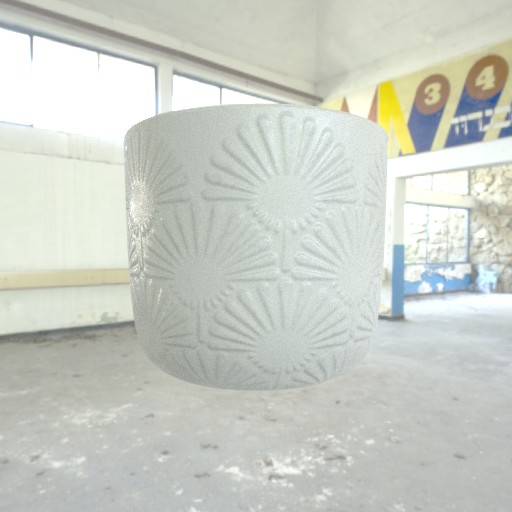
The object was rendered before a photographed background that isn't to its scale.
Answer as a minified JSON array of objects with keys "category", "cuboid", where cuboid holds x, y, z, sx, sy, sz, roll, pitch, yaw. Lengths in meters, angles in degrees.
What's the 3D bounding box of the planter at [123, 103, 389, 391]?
[{"category":"planter","cuboid":[0.000,0.000,0.217,0.124,0.109,0.124,0,1,0]}]
